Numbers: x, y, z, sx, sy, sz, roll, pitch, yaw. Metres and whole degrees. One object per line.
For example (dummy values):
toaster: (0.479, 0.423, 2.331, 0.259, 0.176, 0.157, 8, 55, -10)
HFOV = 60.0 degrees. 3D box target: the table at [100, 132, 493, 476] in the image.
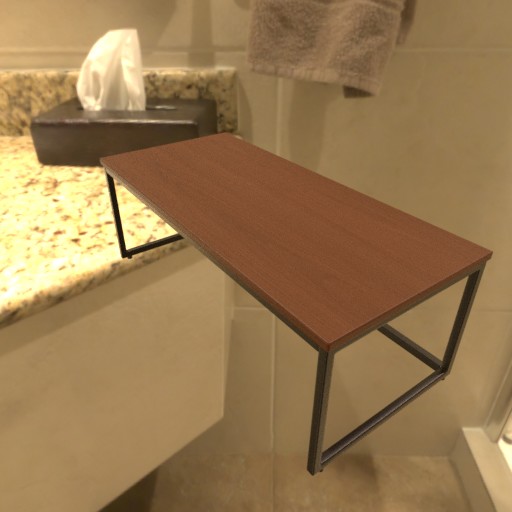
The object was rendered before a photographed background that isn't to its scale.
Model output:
table: (0.000, 0.000, 1.338, 0.500, 0.400, 1.100, -21, 38, -30)
